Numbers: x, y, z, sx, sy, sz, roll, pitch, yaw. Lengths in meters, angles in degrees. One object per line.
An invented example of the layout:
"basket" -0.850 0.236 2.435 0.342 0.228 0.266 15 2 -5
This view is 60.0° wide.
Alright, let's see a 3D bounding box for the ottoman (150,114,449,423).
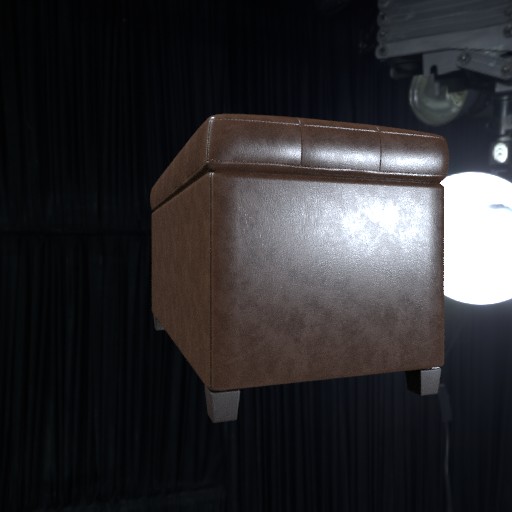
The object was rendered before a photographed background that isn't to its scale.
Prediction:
"ottoman" 0.000 0.000 1.087 0.432 0.470 0.838 0 1 -19
